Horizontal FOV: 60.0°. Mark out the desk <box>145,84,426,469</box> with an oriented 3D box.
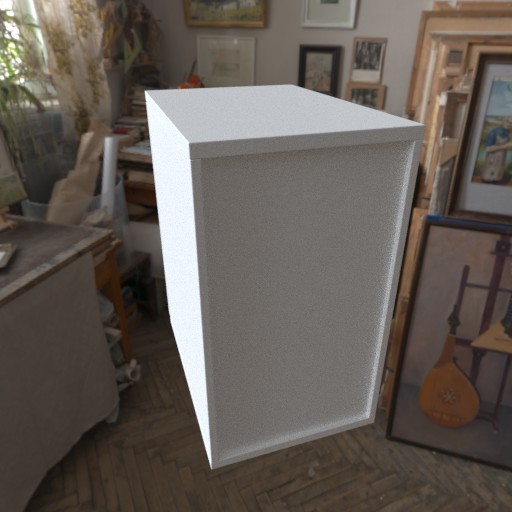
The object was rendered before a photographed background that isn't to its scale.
[{"bbox_3d":[0.000,0.000,1.111,0.404,0.730,0.600,-9,29,-16],"label":"desk"}]
